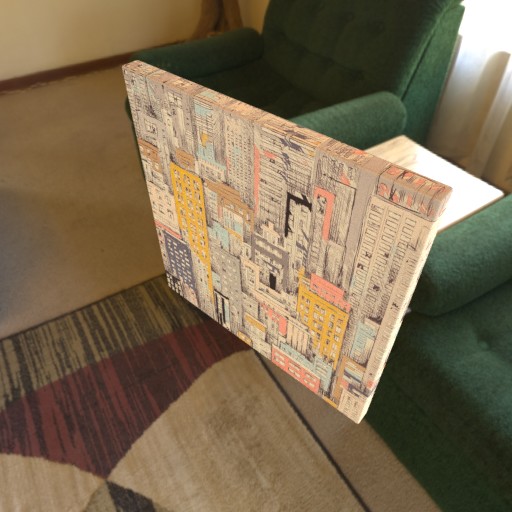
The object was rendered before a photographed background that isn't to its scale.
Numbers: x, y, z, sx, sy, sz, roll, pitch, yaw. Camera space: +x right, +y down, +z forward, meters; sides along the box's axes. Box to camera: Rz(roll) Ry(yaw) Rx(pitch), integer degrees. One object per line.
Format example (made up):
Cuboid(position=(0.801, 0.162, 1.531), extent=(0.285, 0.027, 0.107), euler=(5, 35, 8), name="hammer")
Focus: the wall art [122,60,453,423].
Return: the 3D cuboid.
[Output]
Cuboid(position=(0.000, 0.000, 0.886), extent=(0.607, 0.608, 0.038), euler=(31, 53, 27), name="wall art")
